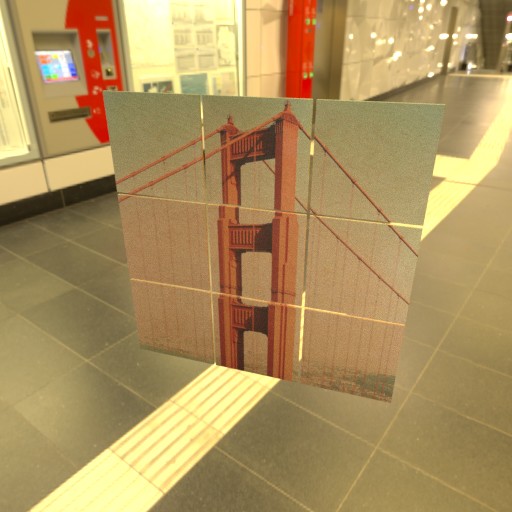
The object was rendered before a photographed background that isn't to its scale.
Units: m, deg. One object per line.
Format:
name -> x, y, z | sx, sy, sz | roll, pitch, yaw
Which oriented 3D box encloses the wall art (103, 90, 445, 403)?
wall art -> 0.000, 0.000, 1.791 | 1.214, 1.219, 0.013 | 8, 28, 16
